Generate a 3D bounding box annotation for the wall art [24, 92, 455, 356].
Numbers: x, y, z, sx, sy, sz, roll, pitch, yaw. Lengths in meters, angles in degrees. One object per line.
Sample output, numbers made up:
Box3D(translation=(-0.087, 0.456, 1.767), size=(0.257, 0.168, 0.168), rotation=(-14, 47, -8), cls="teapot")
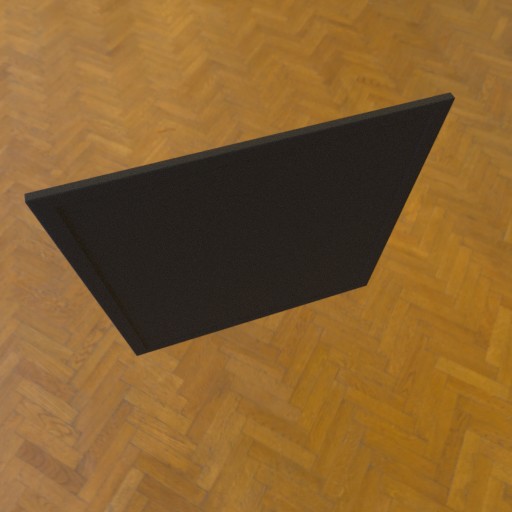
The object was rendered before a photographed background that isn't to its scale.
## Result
Box3D(translation=(0.000, 0.000, 0.794), size=(0.562, 0.558, 0.012), rotation=(-16, 61, -9), cls="wall art")
